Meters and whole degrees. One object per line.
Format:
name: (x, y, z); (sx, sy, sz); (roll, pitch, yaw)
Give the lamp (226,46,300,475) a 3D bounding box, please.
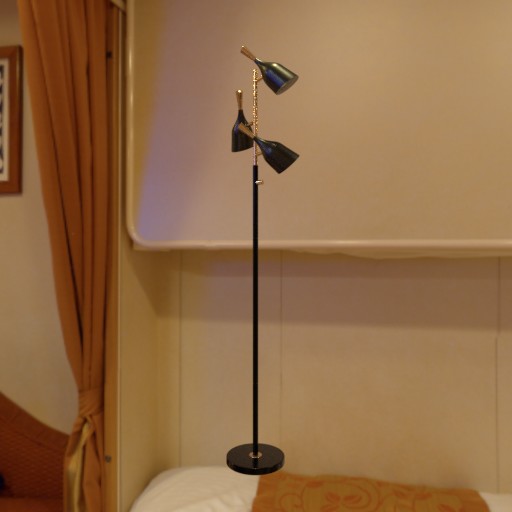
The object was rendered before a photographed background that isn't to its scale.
lamp: (0.000, 0.000, 1.924); (0.253, 1.778, 0.434); (0, -1, -35)
